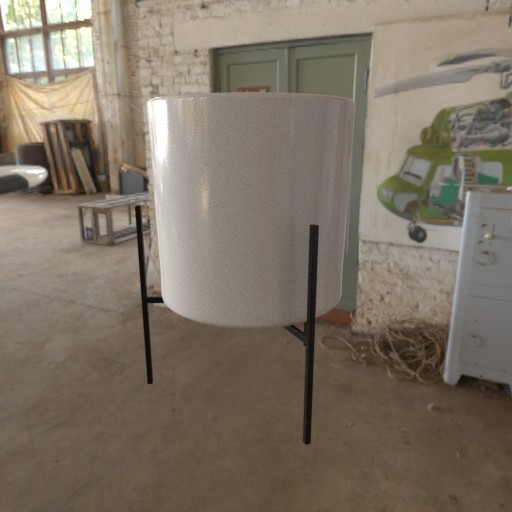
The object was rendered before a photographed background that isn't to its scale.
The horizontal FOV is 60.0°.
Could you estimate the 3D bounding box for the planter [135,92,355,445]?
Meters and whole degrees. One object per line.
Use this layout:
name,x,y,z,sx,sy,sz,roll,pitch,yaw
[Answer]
planter,0.000,0.000,0.650,0.307,0.431,0.308,-7,17,-25
